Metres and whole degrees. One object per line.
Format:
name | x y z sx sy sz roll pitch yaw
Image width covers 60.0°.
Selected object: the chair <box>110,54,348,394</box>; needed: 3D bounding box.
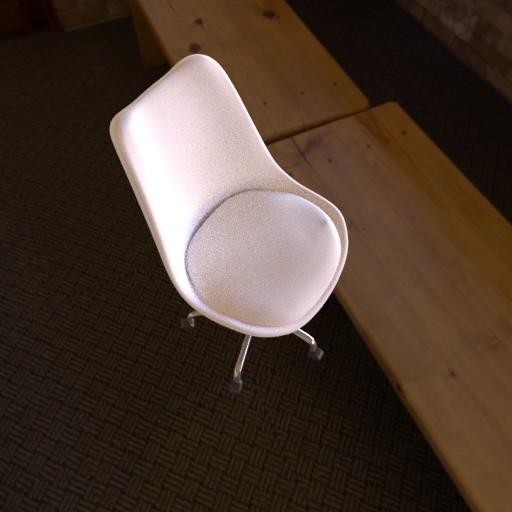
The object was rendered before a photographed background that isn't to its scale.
chair | 0.000 0.000 1.258 0.550 0.930 0.550 29 63 16
